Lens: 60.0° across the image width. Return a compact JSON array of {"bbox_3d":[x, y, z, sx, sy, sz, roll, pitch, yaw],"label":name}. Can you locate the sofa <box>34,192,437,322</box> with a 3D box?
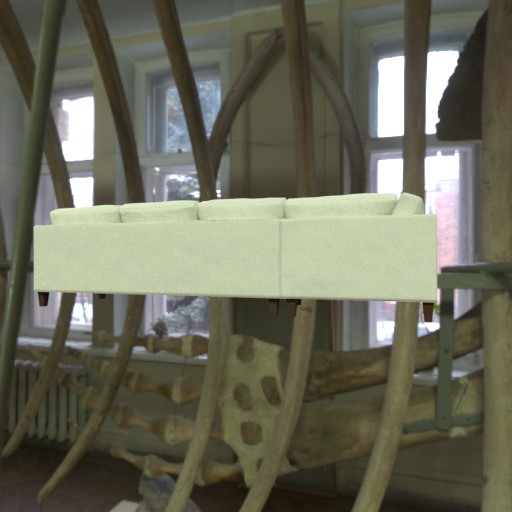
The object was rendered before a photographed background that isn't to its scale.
[{"bbox_3d":[0.000,0.000,4.391,3.182,0.863,2.432,0,0,18],"label":"sofa"}]
